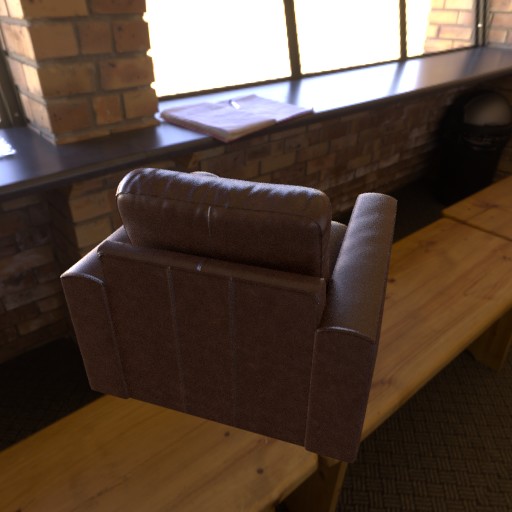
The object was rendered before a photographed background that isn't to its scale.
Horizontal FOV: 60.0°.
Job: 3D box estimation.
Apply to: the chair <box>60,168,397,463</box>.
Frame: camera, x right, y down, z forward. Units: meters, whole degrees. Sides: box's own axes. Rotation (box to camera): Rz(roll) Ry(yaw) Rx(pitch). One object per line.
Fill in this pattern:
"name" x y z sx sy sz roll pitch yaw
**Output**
"chair" 0.000 0.000 1.755 1.005 0.873 1.016 10 33 15
